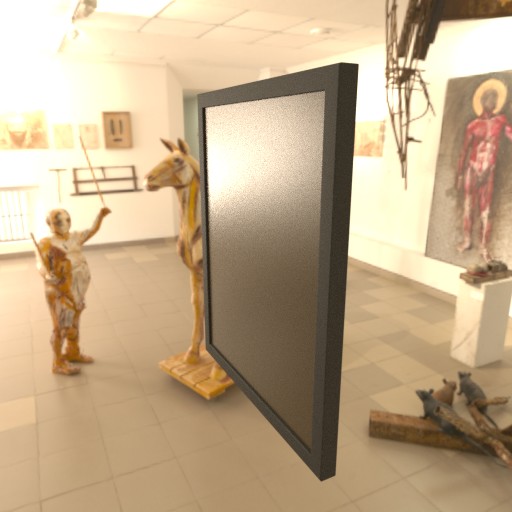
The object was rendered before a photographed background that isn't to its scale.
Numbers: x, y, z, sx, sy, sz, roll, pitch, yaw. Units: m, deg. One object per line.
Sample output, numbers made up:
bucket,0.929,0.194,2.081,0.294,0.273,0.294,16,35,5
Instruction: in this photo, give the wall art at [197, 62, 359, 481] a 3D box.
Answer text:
wall art,0.000,0.000,0.763,0.028,0.558,0.457,-8,17,-26
